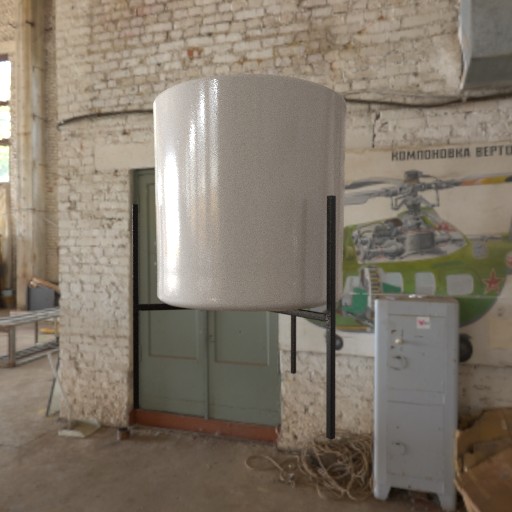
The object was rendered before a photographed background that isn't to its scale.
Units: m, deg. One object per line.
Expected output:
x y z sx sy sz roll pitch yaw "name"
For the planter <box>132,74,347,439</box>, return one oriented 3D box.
0.000 0.000 0.646 0.307 0.431 0.308 -1 1 -37 "planter"
